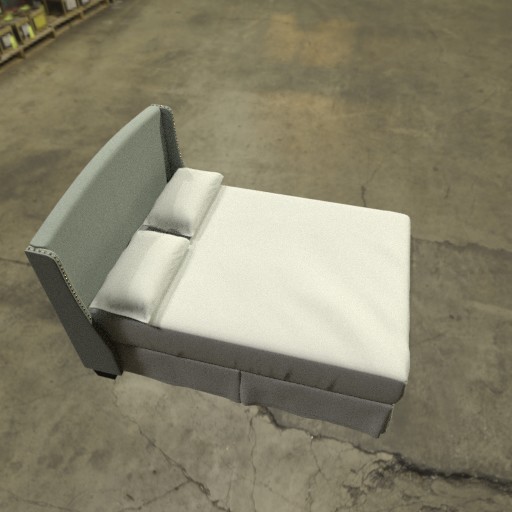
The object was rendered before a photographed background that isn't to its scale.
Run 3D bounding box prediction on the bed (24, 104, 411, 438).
[{"bbox_3d":[0.000,0.000,3.235,2.237,1.407,1.710,10,47,10],"label":"bed"}]
